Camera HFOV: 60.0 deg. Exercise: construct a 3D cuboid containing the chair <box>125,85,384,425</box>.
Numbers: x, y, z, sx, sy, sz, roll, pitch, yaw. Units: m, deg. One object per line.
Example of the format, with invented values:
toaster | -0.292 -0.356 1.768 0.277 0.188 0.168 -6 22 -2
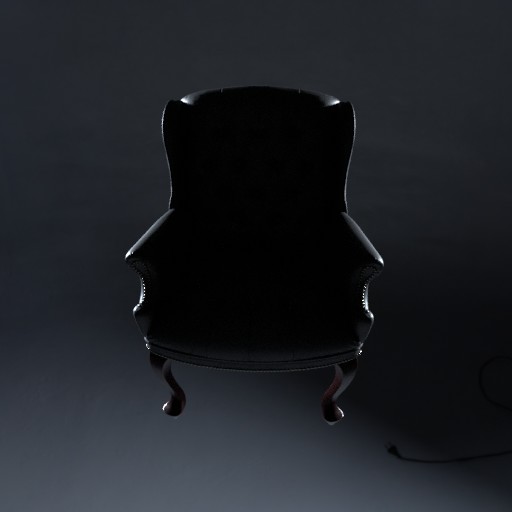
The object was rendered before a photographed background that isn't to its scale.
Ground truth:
chair | 0.000 0.000 1.674 0.838 1.111 0.762 1 32 2
